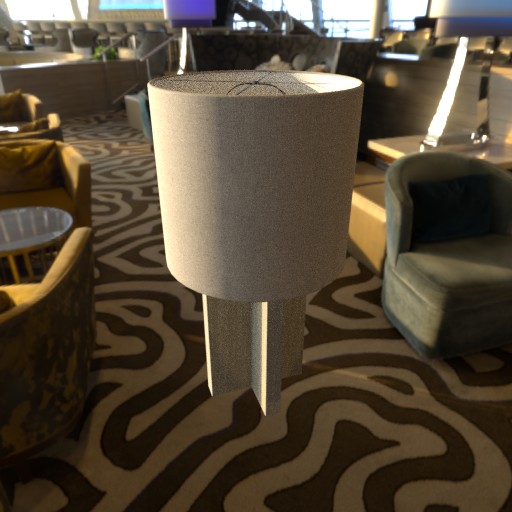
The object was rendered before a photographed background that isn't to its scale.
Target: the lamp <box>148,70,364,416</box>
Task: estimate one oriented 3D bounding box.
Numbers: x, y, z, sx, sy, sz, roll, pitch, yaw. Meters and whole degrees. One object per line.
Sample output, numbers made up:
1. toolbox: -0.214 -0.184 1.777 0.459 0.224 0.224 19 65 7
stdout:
1. lamp: 0.000 0.000 0.577 0.229 0.428 0.229 -9 29 -17
